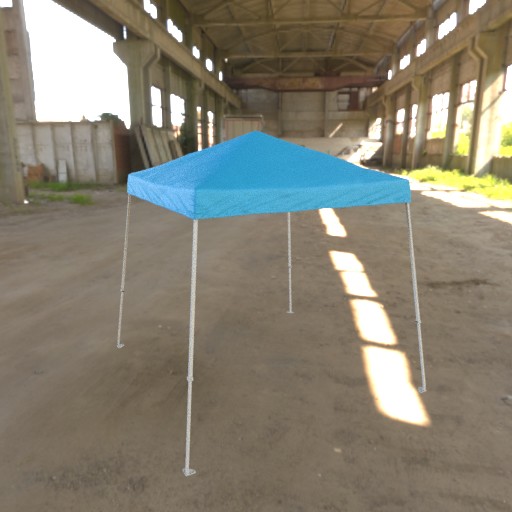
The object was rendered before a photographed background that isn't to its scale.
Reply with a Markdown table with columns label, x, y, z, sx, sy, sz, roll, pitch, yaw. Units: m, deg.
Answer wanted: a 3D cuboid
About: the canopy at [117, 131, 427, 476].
| label | x | y | z | sx | sy | sz | roll | pitch | yaw |
| --- | --- | --- | --- | --- | --- | --- | --- | --- | --- |
| canopy | 0.000 | 0.000 | 6.615 | 3.600 | 3.600 | 3.599 | -7 | 15 | -27 |
